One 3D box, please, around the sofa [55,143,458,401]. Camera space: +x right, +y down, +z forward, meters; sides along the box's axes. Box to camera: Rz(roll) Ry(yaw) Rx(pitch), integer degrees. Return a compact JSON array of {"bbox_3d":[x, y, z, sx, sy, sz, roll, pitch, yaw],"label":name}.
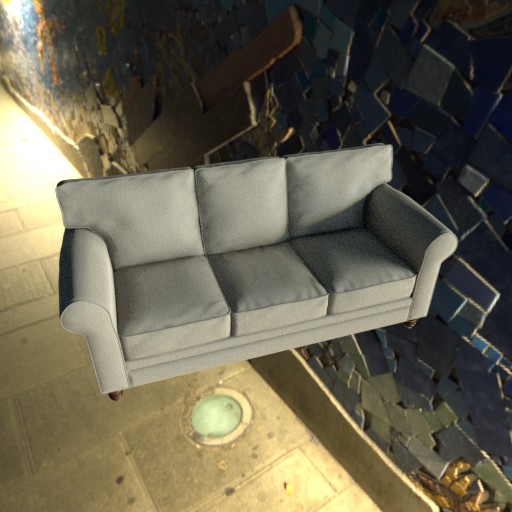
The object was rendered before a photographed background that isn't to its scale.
[{"bbox_3d":[0.000,0.000,2.588,2.084,0.961,0.916,-10,34,-15],"label":"sofa"}]
